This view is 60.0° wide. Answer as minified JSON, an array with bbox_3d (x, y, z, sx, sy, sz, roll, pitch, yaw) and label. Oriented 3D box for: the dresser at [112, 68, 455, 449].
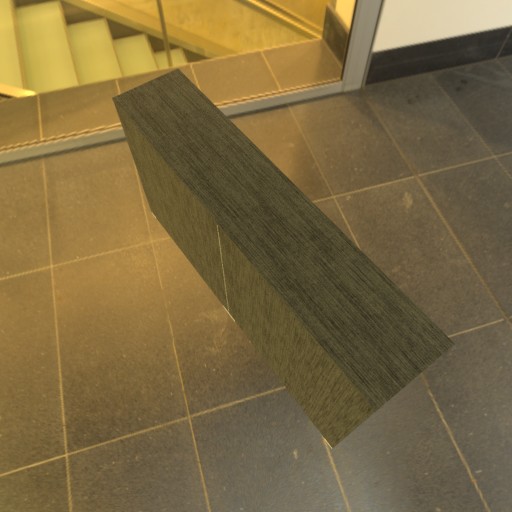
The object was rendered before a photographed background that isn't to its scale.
[{"bbox_3d":[0.000,0.000,1.892,0.333,0.790,1.535,-32,65,-18],"label":"dresser"}]
